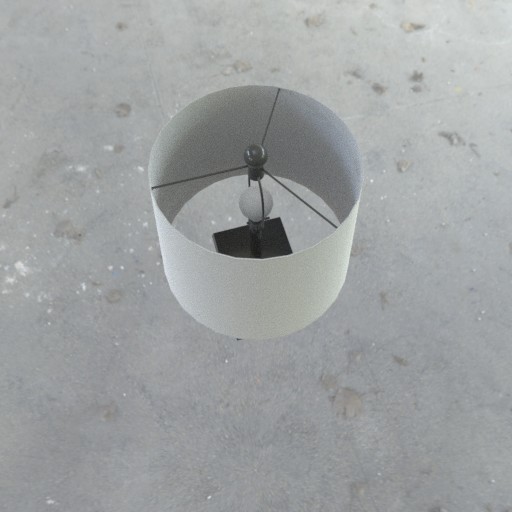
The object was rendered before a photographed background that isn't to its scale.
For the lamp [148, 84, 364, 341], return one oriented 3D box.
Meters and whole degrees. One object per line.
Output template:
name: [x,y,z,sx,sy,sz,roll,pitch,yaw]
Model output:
lamp: [0.000,0.000,0.791,0.320,0.591,0.320,0,64,0]
